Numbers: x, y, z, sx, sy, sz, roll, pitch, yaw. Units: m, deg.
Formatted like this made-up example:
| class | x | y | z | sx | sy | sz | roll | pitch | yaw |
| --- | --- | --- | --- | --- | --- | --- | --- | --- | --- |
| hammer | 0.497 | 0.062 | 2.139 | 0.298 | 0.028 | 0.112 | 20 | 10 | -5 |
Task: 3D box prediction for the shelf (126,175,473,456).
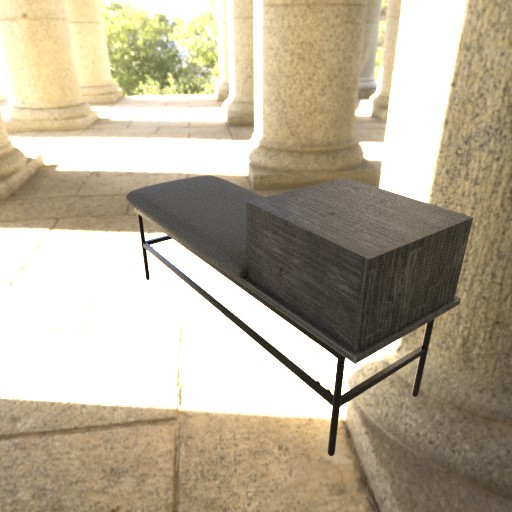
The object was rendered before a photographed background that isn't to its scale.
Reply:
| class | x | y | z | sx | sy | sz | roll | pitch | yaw |
| --- | --- | --- | --- | --- | --- | --- | --- | --- | --- |
| shelf | 0.000 | 0.000 | 1.636 | 0.457 | 0.633 | 1.342 | -18 | 32 | -32 |
